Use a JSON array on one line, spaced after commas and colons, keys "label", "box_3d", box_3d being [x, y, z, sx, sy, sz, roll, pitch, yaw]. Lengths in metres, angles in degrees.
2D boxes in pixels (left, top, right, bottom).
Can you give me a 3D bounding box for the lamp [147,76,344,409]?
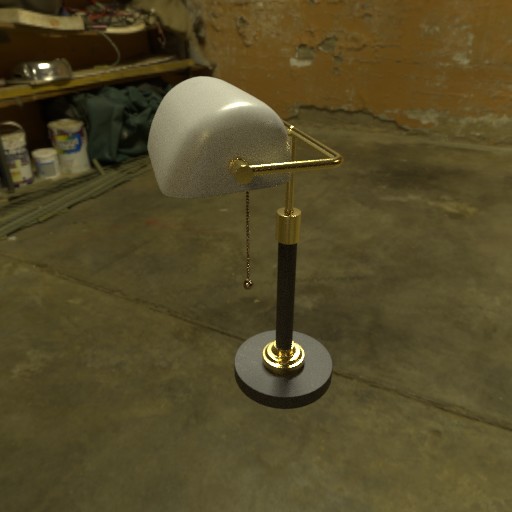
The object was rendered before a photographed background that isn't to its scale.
[{"label": "lamp", "box_3d": [0.000, 0.000, 0.552, 0.227, 0.404, 0.269, -8, 30, -14]}]
